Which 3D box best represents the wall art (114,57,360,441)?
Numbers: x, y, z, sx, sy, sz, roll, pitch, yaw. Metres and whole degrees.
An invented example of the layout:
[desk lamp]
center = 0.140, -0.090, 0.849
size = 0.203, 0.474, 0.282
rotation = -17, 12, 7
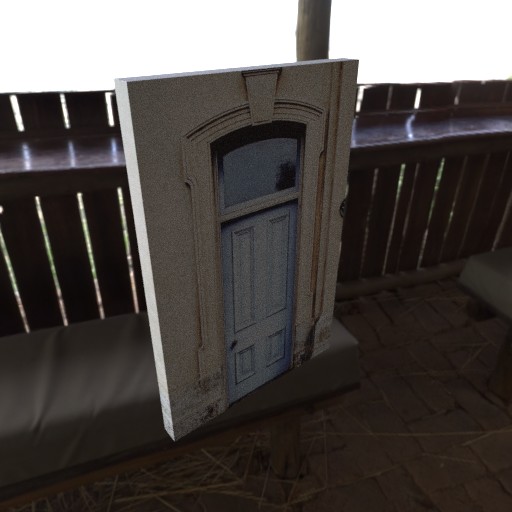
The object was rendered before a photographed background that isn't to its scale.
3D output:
[wall art]
center = 0.000, 0.000, 0.770
size = 0.403, 0.607, 0.036
rotation = -21, 36, -33
